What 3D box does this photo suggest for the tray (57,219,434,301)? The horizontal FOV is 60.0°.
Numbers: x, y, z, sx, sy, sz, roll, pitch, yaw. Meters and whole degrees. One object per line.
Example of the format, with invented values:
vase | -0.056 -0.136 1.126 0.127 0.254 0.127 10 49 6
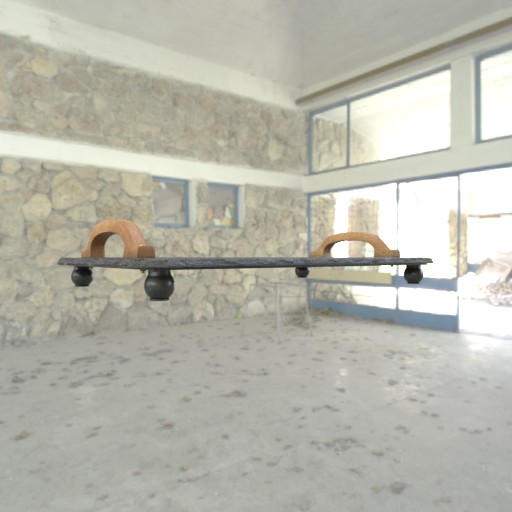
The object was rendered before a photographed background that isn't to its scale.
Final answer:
tray | 0.000 0.000 0.474 0.387 0.062 0.231 0 0 -38
